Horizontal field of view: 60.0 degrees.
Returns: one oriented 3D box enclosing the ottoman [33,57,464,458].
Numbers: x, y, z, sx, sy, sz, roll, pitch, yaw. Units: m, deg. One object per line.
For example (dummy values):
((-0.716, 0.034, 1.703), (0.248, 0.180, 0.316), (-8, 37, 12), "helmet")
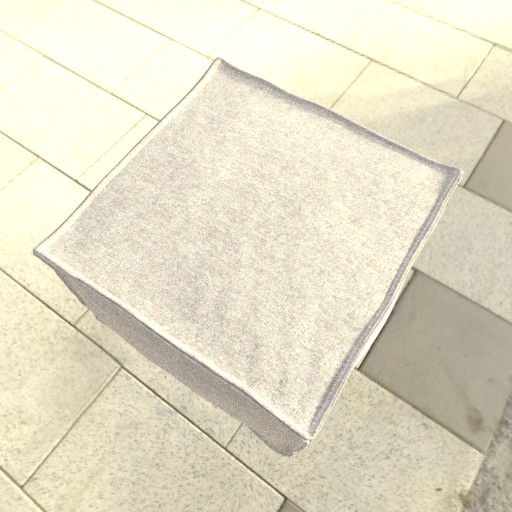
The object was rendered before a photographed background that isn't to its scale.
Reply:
((0.000, 0.000, 1.125), (0.696, 0.470, 0.707), (30, 68, 14), "ottoman")
